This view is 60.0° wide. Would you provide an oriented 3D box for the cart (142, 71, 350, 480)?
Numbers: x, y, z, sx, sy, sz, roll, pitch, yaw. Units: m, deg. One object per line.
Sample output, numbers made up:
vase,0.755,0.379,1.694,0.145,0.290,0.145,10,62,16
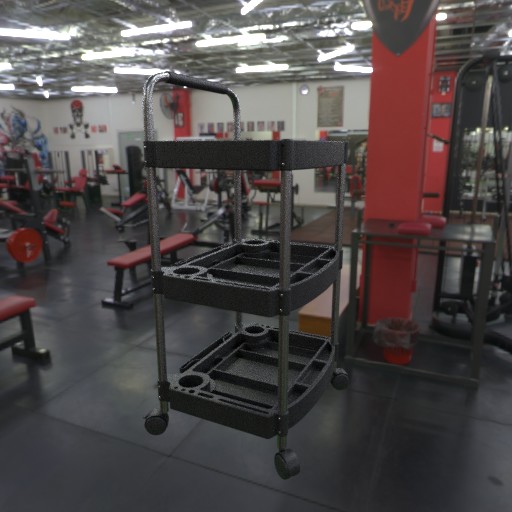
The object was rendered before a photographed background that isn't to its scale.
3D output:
cart,0.000,0.000,1.399,0.518,1.075,0.584,7,15,26
